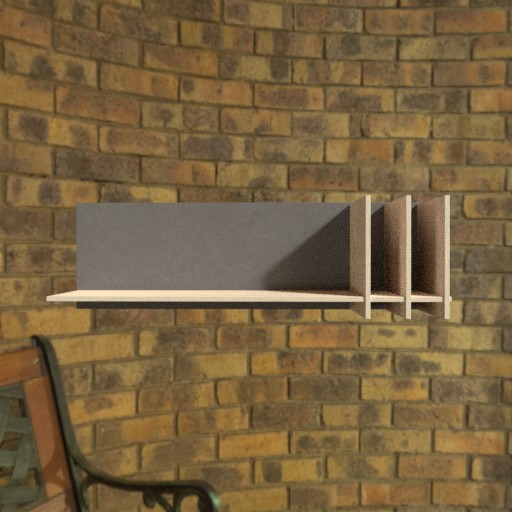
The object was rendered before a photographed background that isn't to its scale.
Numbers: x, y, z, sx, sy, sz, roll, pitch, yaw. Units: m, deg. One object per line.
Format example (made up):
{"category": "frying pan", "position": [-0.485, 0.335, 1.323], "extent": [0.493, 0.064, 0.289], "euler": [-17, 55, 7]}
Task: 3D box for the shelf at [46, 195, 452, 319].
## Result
{"category": "shelf", "position": [0.000, 0.000, 1.158], "extent": [1.020, 0.300, 0.200], "euler": [0, 0, 1]}
